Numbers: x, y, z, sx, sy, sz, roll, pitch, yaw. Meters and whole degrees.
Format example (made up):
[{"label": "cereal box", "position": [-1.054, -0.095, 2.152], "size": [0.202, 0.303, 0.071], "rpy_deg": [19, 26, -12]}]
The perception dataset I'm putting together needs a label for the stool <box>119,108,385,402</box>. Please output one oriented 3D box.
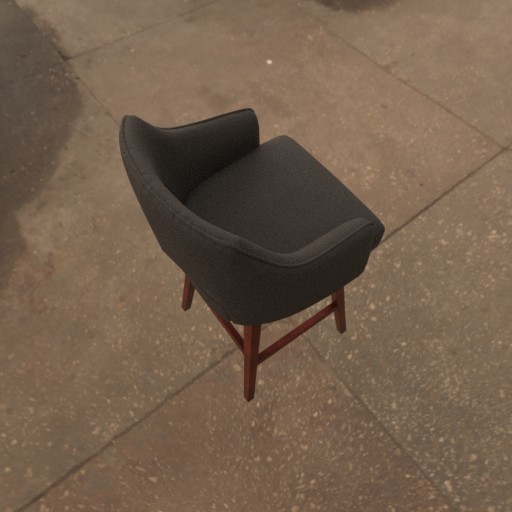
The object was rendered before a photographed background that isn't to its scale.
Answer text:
[{"label": "stool", "position": [0.000, 0.000, 1.351], "size": [0.558, 1.012, 0.548], "rpy_deg": [-31, 63, -18]}]
